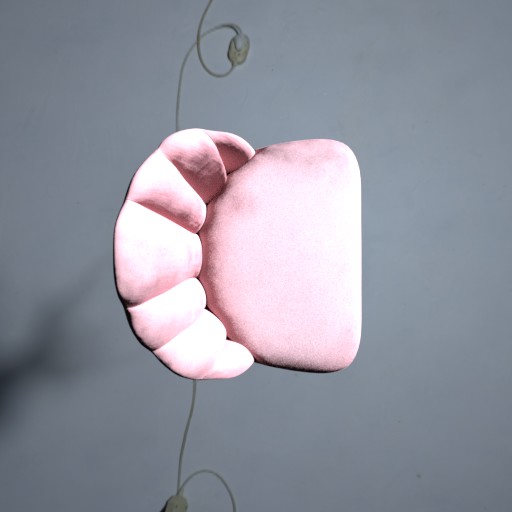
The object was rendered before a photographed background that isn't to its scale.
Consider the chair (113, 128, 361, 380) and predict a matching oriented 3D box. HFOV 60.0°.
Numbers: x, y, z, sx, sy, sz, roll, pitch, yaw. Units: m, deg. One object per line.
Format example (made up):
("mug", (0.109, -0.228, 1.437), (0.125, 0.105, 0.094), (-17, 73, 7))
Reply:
("chair", (0.000, 0.000, 1.285), (0.599, 0.819, 0.657), (0, 90, -2))
